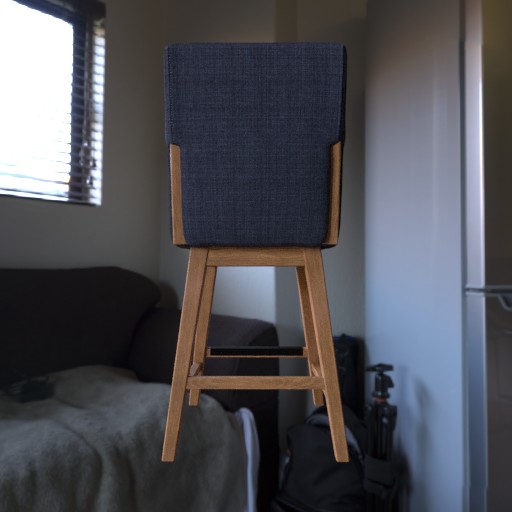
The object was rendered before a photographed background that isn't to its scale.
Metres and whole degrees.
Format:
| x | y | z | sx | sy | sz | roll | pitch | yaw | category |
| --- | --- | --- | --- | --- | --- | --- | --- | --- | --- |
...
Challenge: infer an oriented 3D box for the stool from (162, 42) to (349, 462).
| x | y | z | sx | sy | sz | roll | pitch | yaw | category |
| --- | --- | --- | --- | --- | --- | --- | --- | --- | --- |
| 0.000 | 0.000 | 1.286 | 0.459 | 1.010 | 0.526 | 0 | -1 | 0 | stool |
